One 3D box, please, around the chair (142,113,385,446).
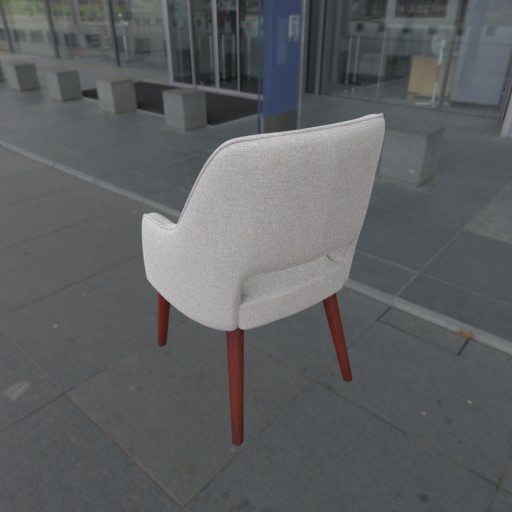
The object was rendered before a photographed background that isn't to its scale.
[{"bbox_3d":[0.000,0.000,1.268,0.560,0.840,0.580,-19,34,-29],"label":"chair"}]
